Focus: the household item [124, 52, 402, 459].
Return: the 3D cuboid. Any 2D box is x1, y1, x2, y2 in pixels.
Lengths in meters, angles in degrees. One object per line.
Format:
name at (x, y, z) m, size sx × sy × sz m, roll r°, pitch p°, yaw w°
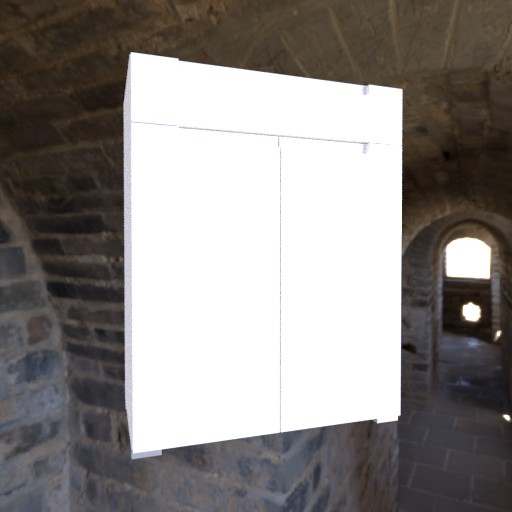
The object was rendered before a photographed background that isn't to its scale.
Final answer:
household item at (0.000, 0.000, 1.415) m, size 0.790 × 1.010 × 0.420 m, roll 0°, pitch 1°, yaw -19°
